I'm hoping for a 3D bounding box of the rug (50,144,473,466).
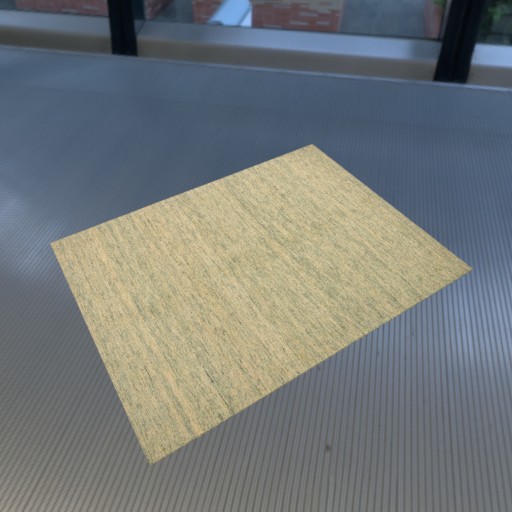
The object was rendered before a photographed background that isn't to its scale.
[{"bbox_3d":[0.000,0.000,4.198,3.201,0.014,2.437,-25,52,-21],"label":"rug"}]
